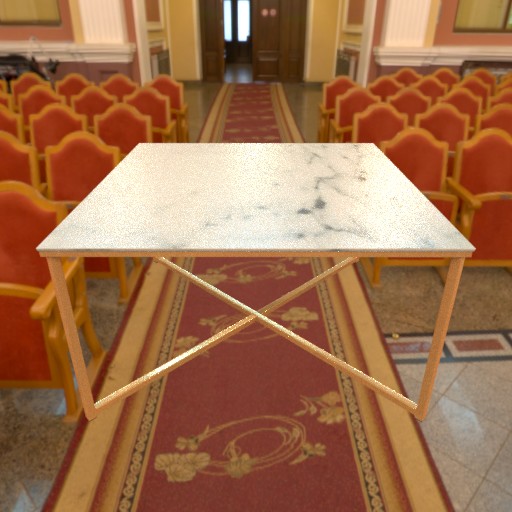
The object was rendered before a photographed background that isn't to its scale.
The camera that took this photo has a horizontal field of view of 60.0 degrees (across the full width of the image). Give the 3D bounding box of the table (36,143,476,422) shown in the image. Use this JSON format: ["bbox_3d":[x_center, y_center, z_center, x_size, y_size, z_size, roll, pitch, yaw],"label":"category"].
[{"bbox_3d":[0.000,0.000,1.263,0.800,0.450,0.800,0,28,0],"label":"table"}]
